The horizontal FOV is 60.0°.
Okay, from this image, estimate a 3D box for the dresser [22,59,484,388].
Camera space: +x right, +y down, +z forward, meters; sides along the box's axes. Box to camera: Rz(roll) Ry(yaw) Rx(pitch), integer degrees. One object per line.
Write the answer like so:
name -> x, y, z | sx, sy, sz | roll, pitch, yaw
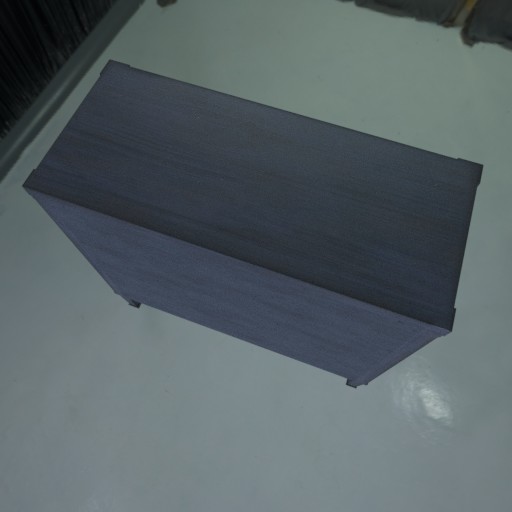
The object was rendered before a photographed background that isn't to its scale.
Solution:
dresser -> 0.000, 0.000, 1.545 | 1.049, 0.986, 0.463 | 19, 67, 8
